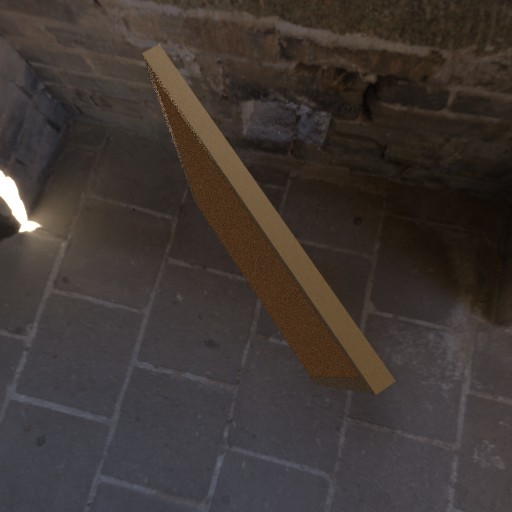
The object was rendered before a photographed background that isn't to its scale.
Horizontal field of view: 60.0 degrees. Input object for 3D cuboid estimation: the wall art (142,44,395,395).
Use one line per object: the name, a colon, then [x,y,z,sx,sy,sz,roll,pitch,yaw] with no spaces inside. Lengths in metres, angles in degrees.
wall art: [0.000,0.000,2.925,0.099,1.926,1.926,-32,77,-8]
